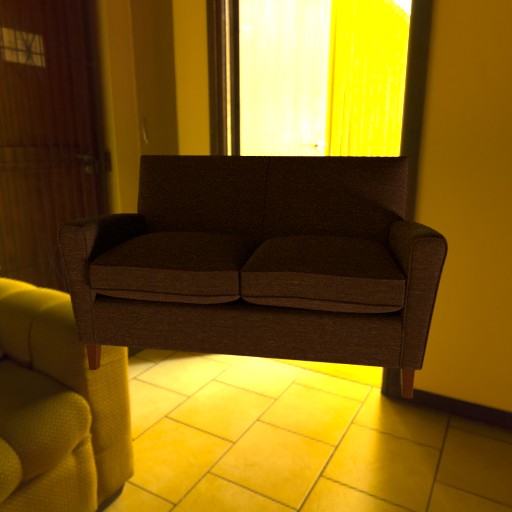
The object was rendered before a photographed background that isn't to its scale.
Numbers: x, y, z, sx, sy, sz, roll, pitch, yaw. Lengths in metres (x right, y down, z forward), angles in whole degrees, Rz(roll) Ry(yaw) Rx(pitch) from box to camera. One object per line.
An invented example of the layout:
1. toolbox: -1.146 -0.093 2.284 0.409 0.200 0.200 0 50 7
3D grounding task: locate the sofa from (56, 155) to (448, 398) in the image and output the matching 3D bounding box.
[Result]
1. sofa: 0.000 0.000 2.089 1.509 0.905 0.867 2 14 9
